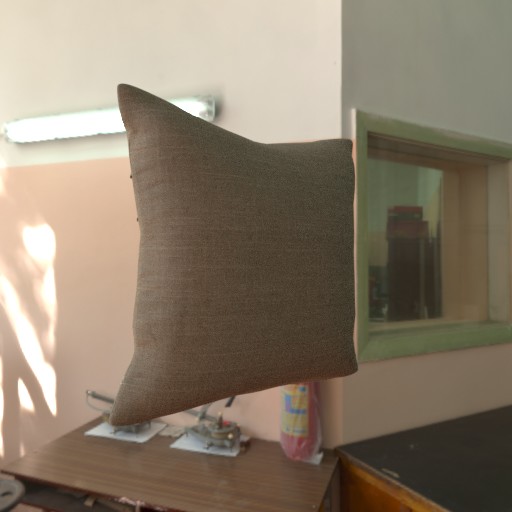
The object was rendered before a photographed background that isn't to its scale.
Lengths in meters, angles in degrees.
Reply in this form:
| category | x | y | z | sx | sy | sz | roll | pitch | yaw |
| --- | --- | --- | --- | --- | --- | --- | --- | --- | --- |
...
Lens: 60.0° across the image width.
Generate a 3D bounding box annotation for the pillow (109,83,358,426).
| category | x | y | z | sx | sy | sz | roll | pitch | yaw |
| --- | --- | --- | --- | --- | --- | --- | --- | --- | --- |
| pillow | 0.000 | 0.000 | 0.637 | 0.424 | 0.400 | 0.169 | 1 | -1 | -37 |
